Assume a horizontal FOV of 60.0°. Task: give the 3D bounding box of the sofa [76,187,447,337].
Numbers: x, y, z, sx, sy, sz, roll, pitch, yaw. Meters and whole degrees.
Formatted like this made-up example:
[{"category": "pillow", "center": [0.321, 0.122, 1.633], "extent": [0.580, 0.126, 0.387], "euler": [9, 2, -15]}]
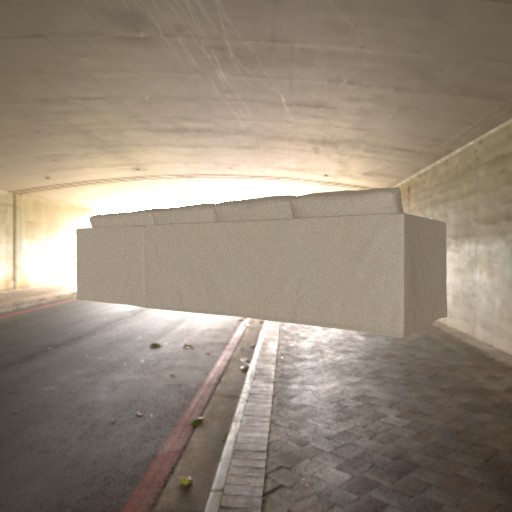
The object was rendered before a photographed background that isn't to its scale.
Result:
[{"category": "sofa", "center": [0.000, 0.000, 3.993], "extent": [3.206, 0.871, 1.622], "euler": [1, 1, 36]}]
